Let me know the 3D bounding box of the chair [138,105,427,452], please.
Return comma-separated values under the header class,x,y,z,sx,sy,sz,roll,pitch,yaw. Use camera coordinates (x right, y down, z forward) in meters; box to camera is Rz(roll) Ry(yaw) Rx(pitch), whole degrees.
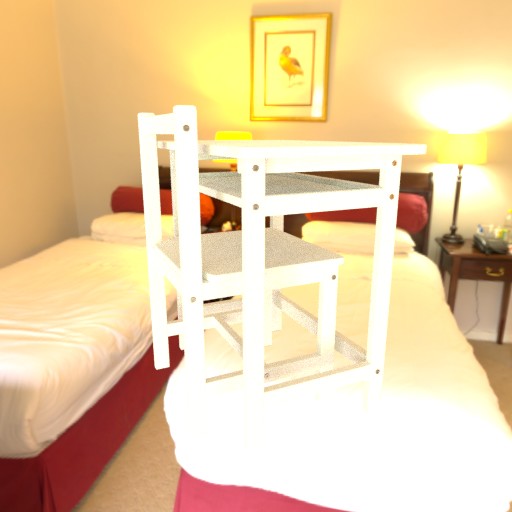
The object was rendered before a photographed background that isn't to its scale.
class,x,y,z,sx,sy,sz,roll,pitch,yaw
chair,0.000,0.000,1.087,0.461,0.673,0.599,-7,17,-24
